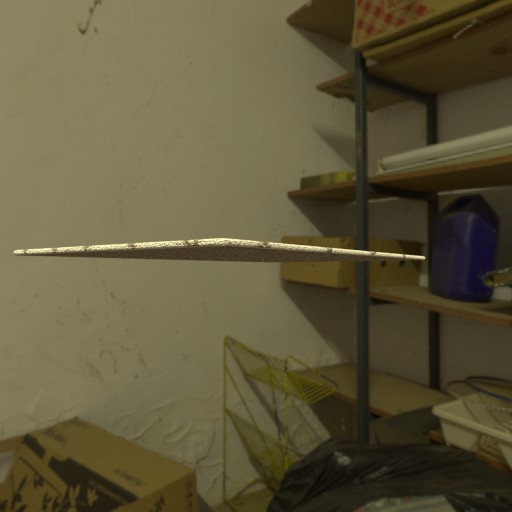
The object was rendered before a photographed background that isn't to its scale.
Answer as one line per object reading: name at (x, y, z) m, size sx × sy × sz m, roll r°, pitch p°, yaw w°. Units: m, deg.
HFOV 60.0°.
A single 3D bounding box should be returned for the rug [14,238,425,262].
rug at (0.000, 0.000, 2.961) m, size 1.524 × 0.030 × 2.438 m, roll -1°, pitch -2°, yaw 36°
